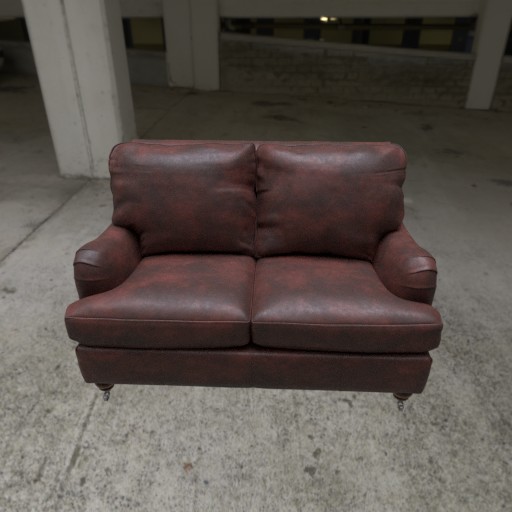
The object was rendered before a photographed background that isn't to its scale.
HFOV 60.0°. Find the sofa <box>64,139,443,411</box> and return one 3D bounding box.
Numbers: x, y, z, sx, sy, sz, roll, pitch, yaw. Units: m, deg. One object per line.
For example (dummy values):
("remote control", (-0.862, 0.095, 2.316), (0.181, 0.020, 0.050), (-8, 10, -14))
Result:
("sofa", (0.000, 0.000, 2.305), (1.628, 1.070, 1.148), (1, 29, 2))
